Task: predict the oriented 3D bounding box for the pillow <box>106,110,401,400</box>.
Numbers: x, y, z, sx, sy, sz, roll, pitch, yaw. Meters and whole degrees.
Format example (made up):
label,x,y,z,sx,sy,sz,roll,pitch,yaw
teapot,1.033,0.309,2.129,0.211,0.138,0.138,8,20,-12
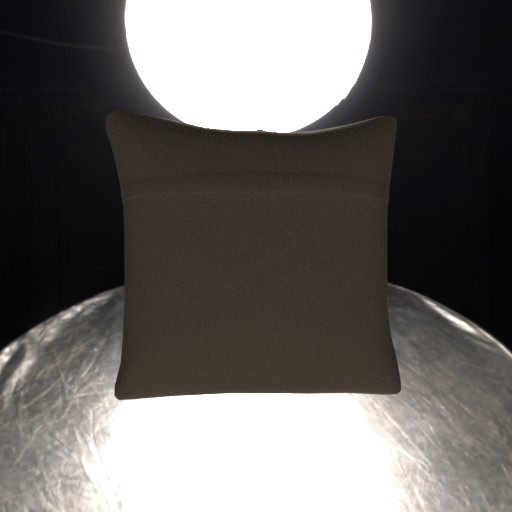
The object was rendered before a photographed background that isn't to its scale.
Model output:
label,x,y,z,sx,sy,sz,roll,pitch,yaw
pillow,0.000,0.000,0.733,0.484,0.470,0.192,0,2,-2
